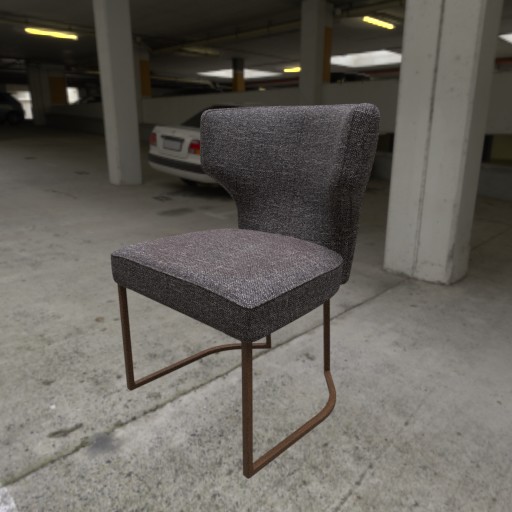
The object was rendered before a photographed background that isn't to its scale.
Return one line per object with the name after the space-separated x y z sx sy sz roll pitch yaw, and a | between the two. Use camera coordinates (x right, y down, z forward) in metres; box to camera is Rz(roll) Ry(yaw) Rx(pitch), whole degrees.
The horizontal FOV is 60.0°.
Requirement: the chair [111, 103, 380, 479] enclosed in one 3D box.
0.000 0.000 1.256 0.611 0.824 0.617 15 22 42 | chair
